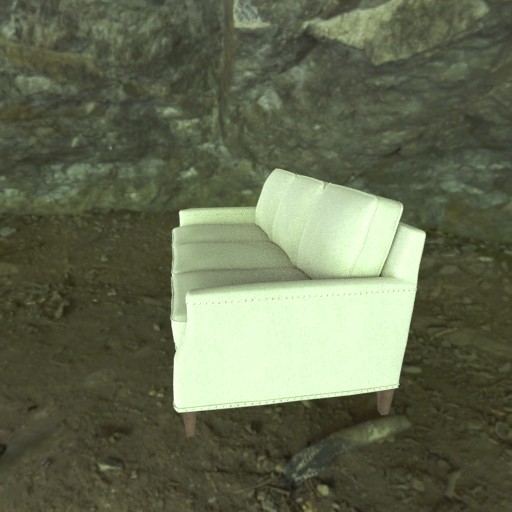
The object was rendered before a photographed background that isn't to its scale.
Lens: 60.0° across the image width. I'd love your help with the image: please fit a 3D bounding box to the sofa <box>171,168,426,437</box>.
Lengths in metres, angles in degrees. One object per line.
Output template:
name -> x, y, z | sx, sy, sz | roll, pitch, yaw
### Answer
sofa -> 0.000, 0.000, 2.868 | 1.084, 1.003, 2.246 | -3, 15, -10
